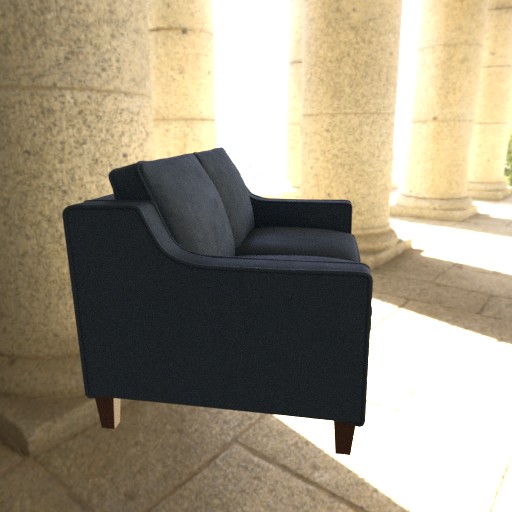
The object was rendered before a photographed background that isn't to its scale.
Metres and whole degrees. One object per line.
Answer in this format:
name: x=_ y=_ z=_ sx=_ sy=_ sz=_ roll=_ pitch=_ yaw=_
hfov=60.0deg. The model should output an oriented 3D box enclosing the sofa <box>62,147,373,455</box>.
sofa: x=0.000 y=0.000 z=2.105 sx=0.987 sy=0.971 sz=1.501 roll=3 pitch=16 yaw=9
